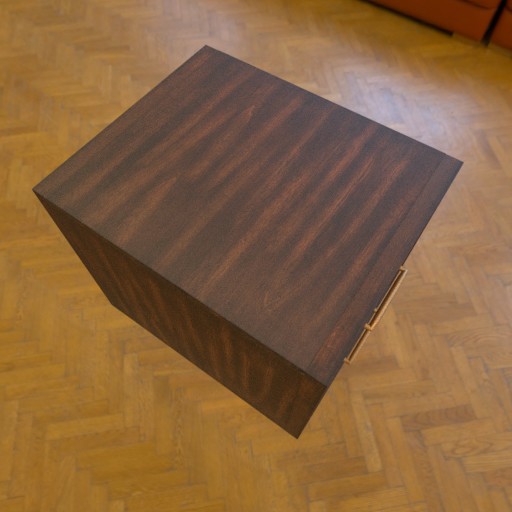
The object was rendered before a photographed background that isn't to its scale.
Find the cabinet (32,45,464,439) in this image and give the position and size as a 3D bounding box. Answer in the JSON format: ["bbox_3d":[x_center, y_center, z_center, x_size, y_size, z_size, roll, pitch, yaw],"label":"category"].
[{"bbox_3d":[0.000,0.000,0.839,0.500,0.455,0.402,31,65,17],"label":"cabinet"}]
